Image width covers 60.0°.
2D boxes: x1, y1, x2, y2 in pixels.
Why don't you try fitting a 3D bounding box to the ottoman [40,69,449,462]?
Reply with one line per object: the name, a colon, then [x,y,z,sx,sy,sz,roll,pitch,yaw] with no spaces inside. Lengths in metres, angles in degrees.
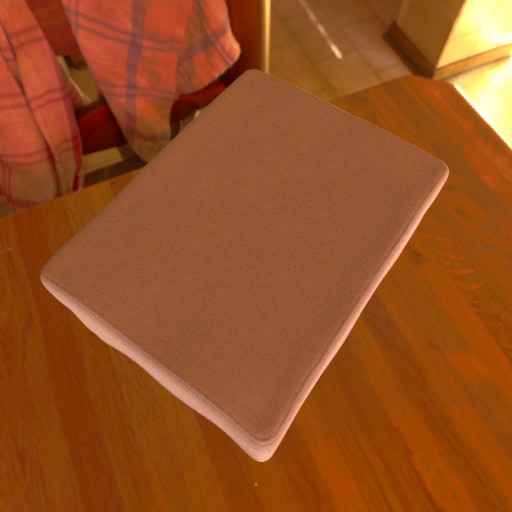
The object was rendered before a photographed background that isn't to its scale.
ottoman: [0.000,0.000,1.236,0.648,0.461,0.833,32,67,15]
